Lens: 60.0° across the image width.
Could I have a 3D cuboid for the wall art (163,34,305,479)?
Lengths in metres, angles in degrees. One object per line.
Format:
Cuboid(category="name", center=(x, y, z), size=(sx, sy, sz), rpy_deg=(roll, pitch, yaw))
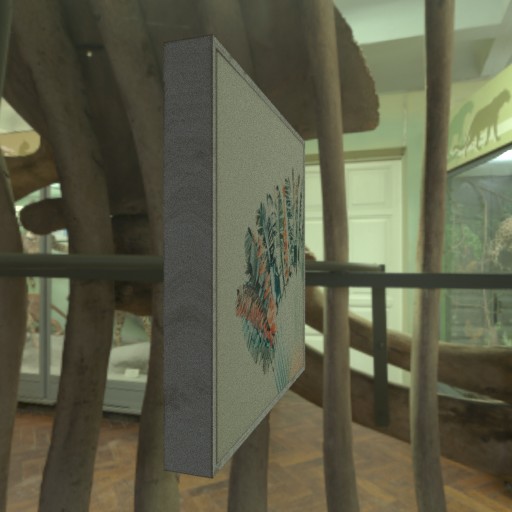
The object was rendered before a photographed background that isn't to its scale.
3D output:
Cuboid(category="wall art", center=(0.000, 0.000, 0.453), size=(0.038, 0.303, 0.305), rpy_deg=(0, 0, 18))
